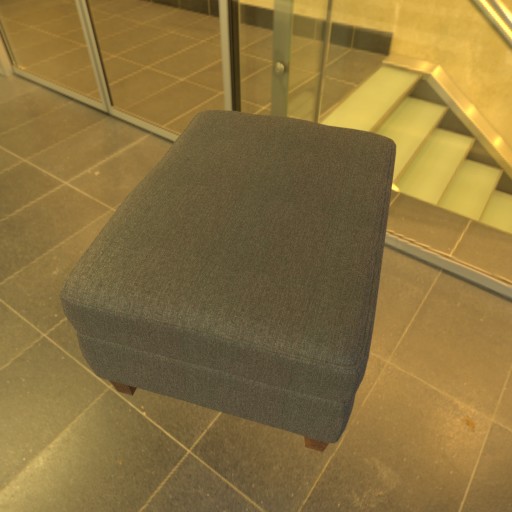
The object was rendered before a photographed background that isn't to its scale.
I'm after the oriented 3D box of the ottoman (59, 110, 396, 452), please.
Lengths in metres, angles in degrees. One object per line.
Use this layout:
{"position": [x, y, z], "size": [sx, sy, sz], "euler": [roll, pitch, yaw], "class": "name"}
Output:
{"position": [0.000, 0.000, 1.219], "size": [0.639, 0.496, 0.826], "euler": [12, 47, 11], "class": "ottoman"}
